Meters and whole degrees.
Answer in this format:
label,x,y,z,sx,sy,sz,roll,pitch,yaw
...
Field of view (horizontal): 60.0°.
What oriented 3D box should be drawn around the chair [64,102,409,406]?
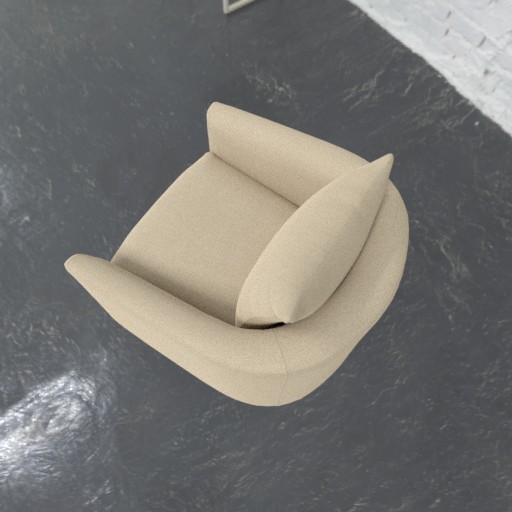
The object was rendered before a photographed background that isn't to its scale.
label,x,y,z,sx,sy,sz,roll,pitch,yaw
chair,0.000,0.000,1.549,0.910,0.848,0.845,30,67,14
